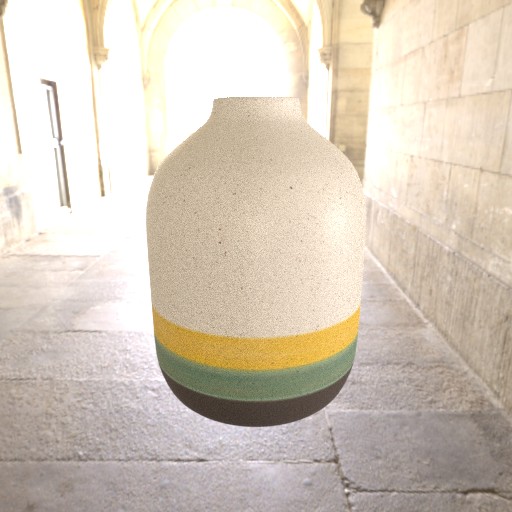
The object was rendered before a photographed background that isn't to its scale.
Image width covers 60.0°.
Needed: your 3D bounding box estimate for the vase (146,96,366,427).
[{"bbox_3d":[0.000,0.000,0.358,0.169,0.240,0.169,0,17,0],"label":"vase"}]
